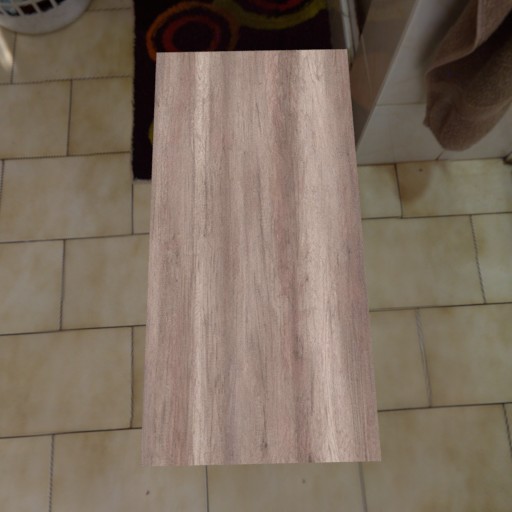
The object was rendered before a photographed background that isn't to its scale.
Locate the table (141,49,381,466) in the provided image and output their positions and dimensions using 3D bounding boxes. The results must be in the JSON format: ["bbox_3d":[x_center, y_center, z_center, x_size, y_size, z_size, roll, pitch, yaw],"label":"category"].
[{"bbox_3d":[0.000,0.000,2.258,0.900,0.790,1.800,-1,76,0],"label":"table"}]
